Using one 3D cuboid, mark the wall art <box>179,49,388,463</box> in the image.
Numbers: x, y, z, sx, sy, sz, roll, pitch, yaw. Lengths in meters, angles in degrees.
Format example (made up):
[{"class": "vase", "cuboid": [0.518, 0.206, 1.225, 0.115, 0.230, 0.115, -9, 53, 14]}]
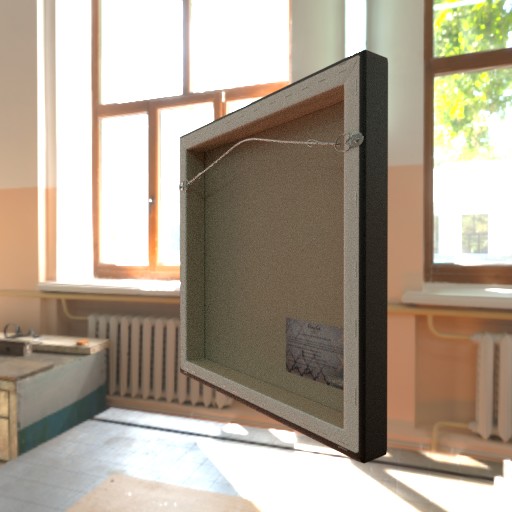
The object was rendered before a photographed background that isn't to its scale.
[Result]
[{"class": "wall art", "cuboid": [0.000, 0.000, 0.605, 0.041, 0.407, 0.406, 0, 1, -36]}]
